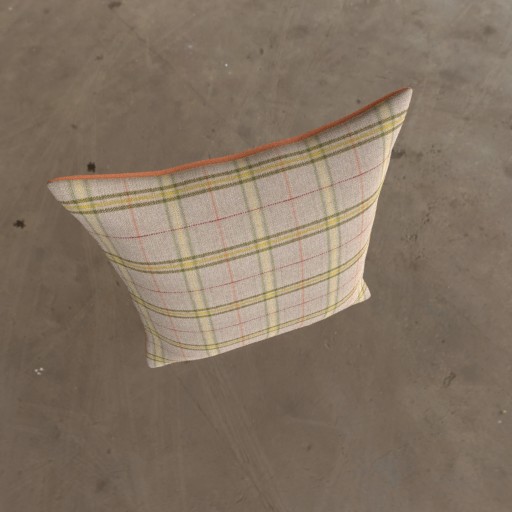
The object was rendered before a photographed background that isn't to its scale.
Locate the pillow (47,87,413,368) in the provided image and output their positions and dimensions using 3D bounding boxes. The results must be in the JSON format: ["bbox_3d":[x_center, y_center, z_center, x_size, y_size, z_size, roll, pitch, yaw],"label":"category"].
[{"bbox_3d":[0.000,0.000,0.688,0.453,0.430,0.200,-17,64,-8],"label":"pillow"}]
